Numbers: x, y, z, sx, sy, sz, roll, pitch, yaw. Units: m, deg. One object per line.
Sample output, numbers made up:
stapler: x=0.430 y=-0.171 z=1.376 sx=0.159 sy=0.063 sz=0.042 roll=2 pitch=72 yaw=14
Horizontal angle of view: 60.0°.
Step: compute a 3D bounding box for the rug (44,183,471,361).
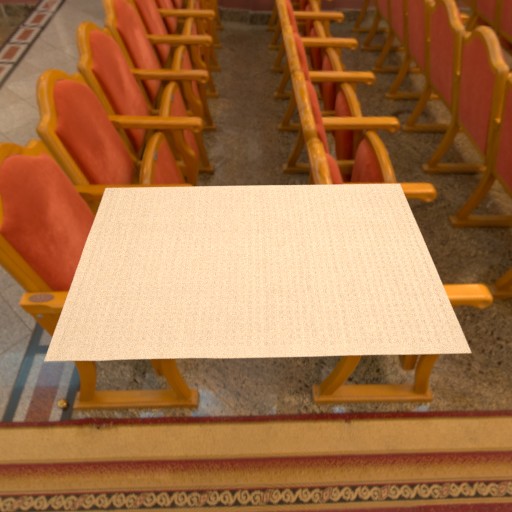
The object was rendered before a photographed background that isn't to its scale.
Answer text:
rug: x=0.000 y=0.000 z=2.904 sx=2.289 sy=0.006 sz=1.523 roll=-1 pitch=46 yaw=-1
